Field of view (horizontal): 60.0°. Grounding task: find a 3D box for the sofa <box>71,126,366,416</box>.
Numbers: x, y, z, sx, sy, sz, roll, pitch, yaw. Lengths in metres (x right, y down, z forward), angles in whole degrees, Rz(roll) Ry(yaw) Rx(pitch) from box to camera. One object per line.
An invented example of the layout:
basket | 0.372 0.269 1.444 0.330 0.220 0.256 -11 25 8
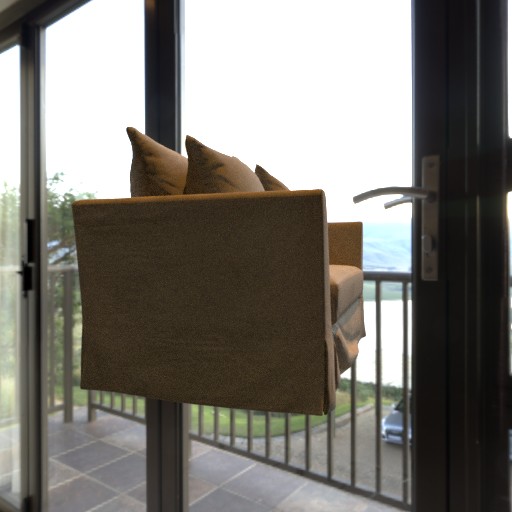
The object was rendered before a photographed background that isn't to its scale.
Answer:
sofa | 0.000 0.000 2.298 1.035 1.040 1.608 0 0 18
